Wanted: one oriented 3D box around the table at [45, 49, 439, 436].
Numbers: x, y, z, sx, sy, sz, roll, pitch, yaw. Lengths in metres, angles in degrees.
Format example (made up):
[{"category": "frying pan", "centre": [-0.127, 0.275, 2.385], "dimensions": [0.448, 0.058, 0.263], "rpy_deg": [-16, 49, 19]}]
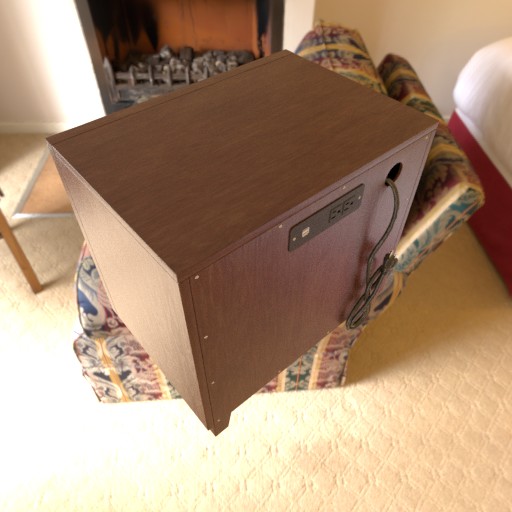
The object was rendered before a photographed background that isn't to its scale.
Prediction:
[{"category": "table", "centre": [0.000, 0.000, 0.980], "dimensions": [0.557, 0.609, 0.449], "rpy_deg": [-32, 55, -26]}]
